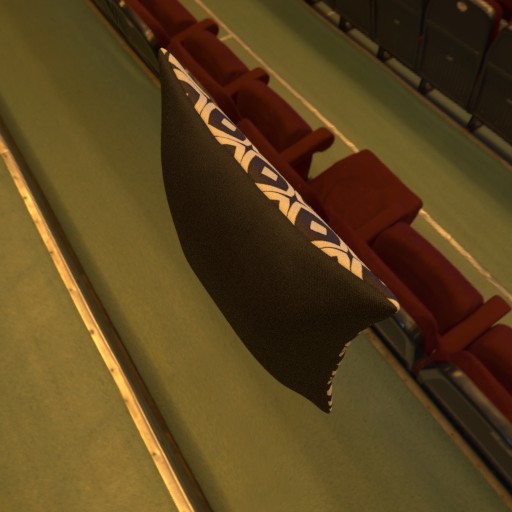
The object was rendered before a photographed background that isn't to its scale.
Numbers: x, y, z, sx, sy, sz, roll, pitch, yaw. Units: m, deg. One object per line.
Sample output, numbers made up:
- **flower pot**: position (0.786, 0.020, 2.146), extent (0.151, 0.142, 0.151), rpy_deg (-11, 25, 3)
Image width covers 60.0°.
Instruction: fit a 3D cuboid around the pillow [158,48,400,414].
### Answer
- **pillow**: position (0.000, 0.000, 0.755), extent (0.188, 0.494, 0.504), rpy_deg (-30, 63, -17)
